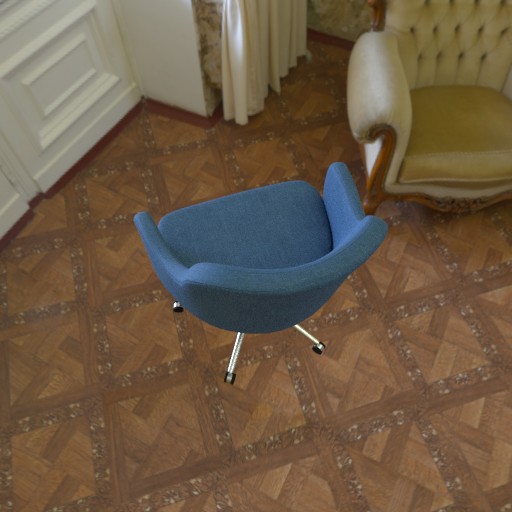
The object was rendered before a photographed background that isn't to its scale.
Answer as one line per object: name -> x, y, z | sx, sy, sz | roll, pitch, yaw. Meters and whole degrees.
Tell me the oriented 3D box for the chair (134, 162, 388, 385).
chair -> 0.000, 0.000, 1.288 | 0.599, 0.820, 0.655 | -16, 60, -10
